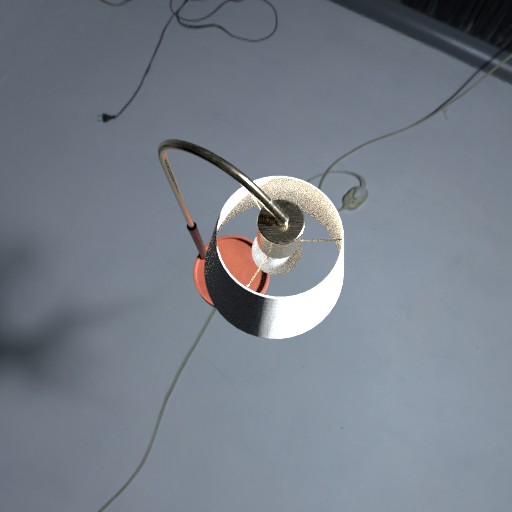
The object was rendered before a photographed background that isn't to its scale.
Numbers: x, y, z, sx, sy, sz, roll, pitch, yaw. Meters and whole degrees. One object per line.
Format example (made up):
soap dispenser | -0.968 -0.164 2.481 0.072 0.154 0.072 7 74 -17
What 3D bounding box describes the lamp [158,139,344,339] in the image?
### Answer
lamp | 0.000 0.000 0.664 0.273 0.536 0.211 30 77 8
